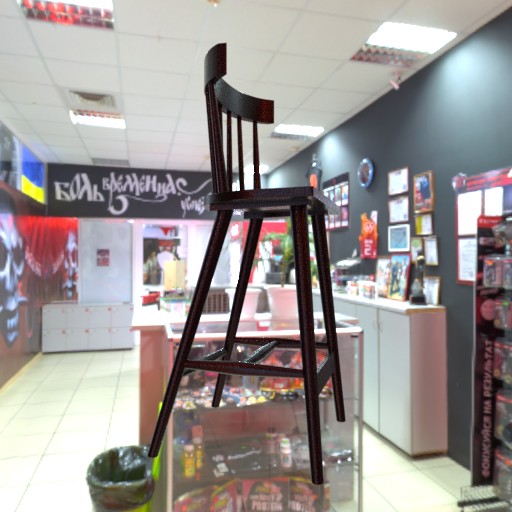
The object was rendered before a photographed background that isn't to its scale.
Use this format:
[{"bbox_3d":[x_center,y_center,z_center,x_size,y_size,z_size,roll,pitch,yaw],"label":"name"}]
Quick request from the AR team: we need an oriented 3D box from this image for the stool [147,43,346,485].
[{"bbox_3d":[0.000,0.000,1.341,0.483,1.092,0.482,0,0,18],"label":"stool"}]
